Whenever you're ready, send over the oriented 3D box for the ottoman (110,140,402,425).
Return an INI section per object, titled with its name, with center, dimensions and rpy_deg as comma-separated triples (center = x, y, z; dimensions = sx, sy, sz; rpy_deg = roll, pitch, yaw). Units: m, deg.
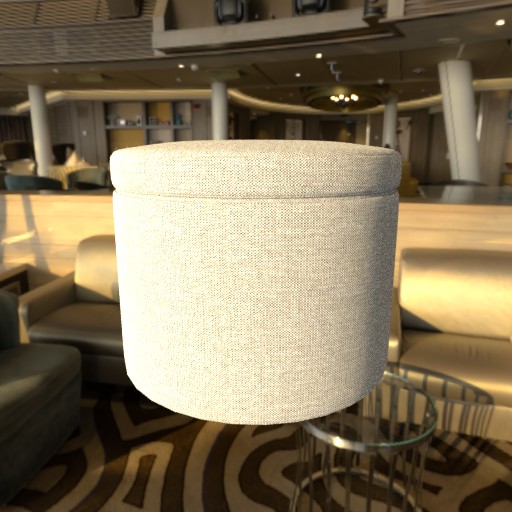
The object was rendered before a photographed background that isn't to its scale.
[ottoman]
center = 0.000, 0.000, 0.836
dimensions = 0.500, 0.419, 0.500
rpy_deg = 0, 13, 0
